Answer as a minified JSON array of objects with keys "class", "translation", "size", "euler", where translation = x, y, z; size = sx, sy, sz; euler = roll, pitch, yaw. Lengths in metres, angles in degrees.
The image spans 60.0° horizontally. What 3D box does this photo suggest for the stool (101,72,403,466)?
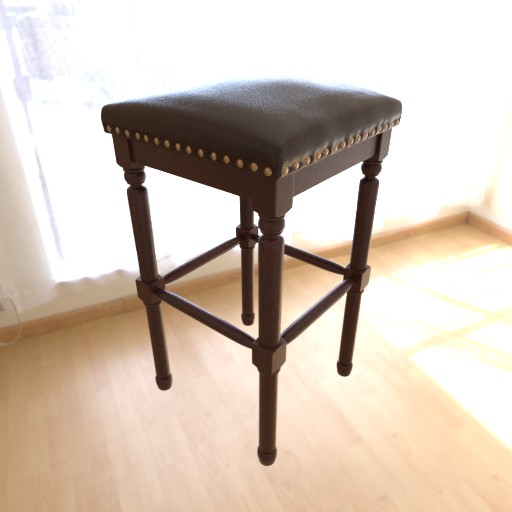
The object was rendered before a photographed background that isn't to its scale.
[{"class":"stool","translation":[0.000,0.000,0.921],"size":[0.383,0.702,0.382],"euler":[22,37,33]}]
